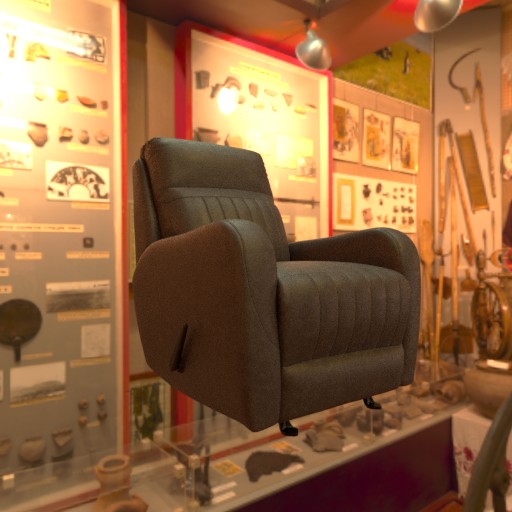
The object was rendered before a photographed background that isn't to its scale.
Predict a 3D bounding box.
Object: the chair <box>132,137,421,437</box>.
[{"bbox_3d":[0.000,0.000,1.788,0.865,1.067,1.067,0,0,-36],"label":"chair"}]
